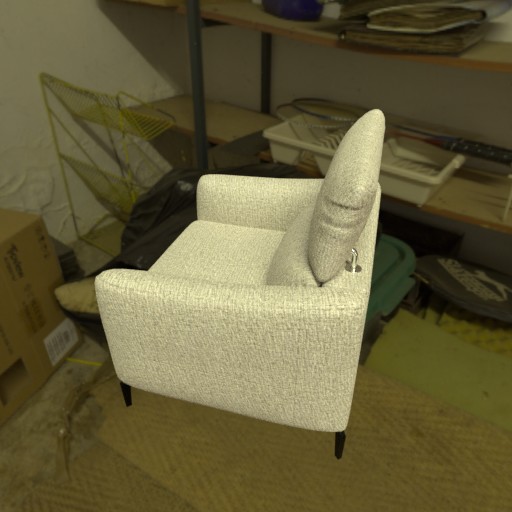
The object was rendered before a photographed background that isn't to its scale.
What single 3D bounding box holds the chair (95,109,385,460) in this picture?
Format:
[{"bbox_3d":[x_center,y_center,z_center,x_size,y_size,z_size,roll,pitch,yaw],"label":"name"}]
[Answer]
[{"bbox_3d":[0.000,0.000,1.660,0.835,0.967,0.972,8,33,14],"label":"chair"}]
